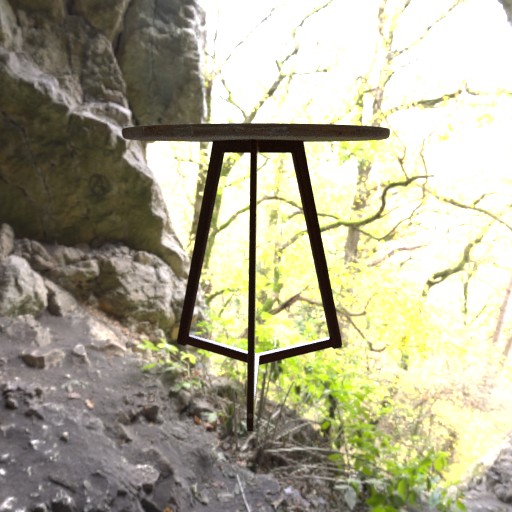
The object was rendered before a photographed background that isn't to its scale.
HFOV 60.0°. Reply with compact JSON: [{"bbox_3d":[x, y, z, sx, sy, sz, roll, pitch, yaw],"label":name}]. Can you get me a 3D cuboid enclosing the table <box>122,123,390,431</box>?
[{"bbox_3d":[0.000,0.000,0.917,0.500,0.500,0.500,0,13,0],"label":"table"}]
